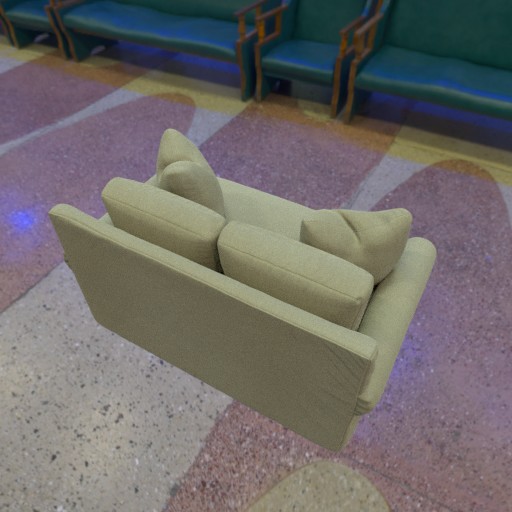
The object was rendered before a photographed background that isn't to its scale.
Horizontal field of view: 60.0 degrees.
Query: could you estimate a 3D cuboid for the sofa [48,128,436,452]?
[{"bbox_3d":[0.000,0.000,2.178,1.550,0.905,1.070,22,50,20],"label":"sofa"}]
